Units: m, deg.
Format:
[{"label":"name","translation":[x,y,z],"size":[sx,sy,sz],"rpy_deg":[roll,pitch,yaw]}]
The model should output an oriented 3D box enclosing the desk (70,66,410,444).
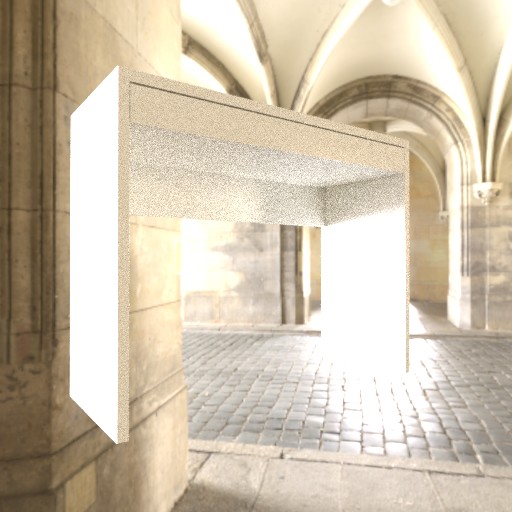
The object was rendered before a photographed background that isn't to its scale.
[{"label":"desk","translation":[0.000,0.000,1.380],"size":[1.000,0.790,0.400],"rpy_deg":[0,-1,-36]}]
